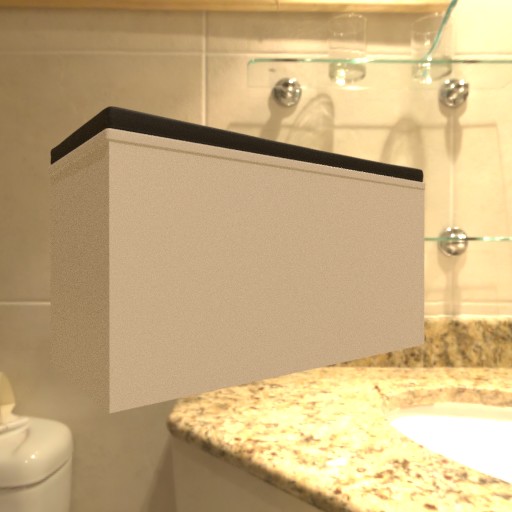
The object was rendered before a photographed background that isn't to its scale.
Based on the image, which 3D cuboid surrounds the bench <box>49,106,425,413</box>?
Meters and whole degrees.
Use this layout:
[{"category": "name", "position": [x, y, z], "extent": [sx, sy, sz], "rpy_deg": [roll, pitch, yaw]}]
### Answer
[{"category": "bench", "position": [0.000, 0.000, 1.135], "extent": [0.899, 0.500, 0.401], "rpy_deg": [0, 0, -37]}]
